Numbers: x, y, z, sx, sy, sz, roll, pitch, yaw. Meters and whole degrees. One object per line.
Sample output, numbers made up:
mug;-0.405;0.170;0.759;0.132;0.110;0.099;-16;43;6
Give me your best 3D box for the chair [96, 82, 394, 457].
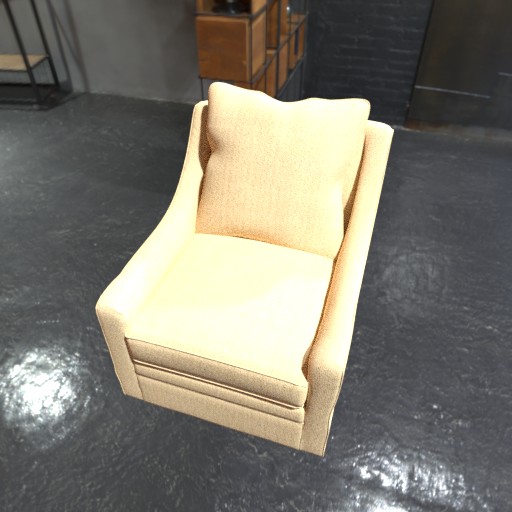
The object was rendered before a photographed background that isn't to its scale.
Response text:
chair;0.000;0.000;1.575;0.760;0.927;0.876;12;42;14
